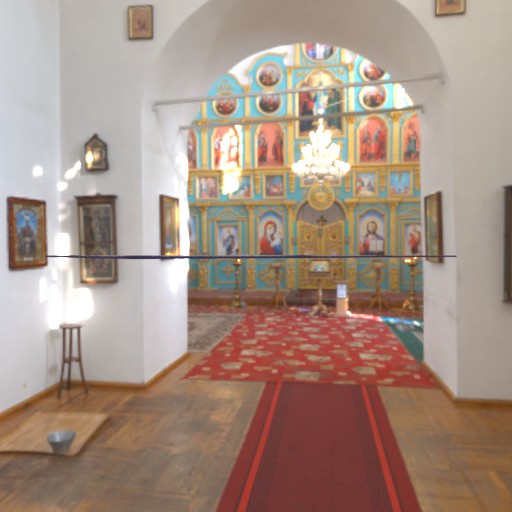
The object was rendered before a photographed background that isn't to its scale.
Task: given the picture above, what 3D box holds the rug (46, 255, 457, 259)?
[{"bbox_3d":[0.000,0.000,2.294,1.781,0.012,1.184,0,0,-36],"label":"rug"}]
